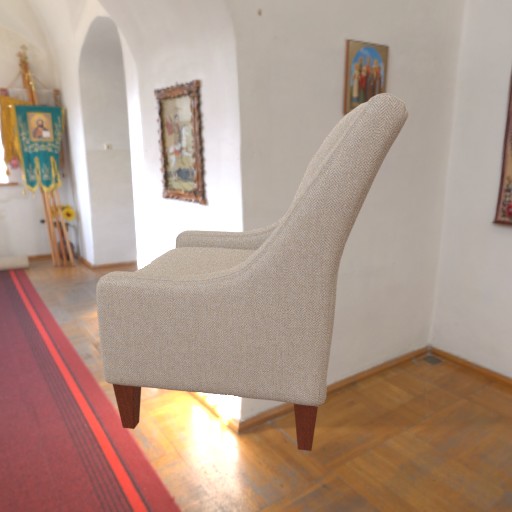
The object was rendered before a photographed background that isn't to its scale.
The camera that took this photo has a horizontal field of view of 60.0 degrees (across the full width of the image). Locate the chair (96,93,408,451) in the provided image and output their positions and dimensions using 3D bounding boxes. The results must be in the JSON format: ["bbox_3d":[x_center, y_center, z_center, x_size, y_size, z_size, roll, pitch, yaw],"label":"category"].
[{"bbox_3d":[0.000,0.000,1.582,0.870,1.014,0.774,3,15,10],"label":"chair"}]
